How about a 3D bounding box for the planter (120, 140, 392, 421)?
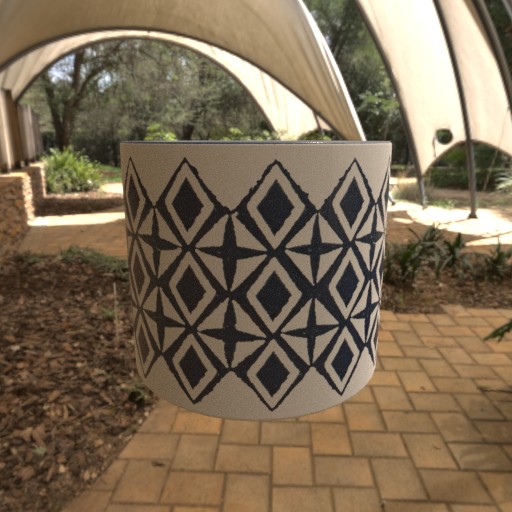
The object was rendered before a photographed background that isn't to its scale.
[{"bbox_3d":[0.000,0.000,0.404,0.224,0.203,0.224,0,15,0],"label":"planter"}]
